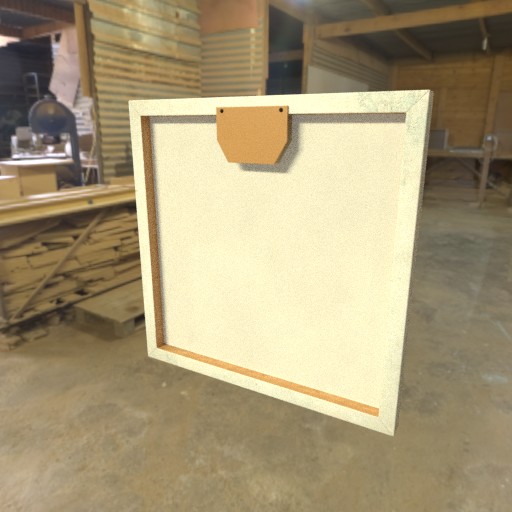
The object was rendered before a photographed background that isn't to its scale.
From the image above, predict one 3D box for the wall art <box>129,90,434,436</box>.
[{"bbox_3d":[0.000,0.000,0.893,0.605,0.605,0.044,9,19,28],"label":"wall art"}]
